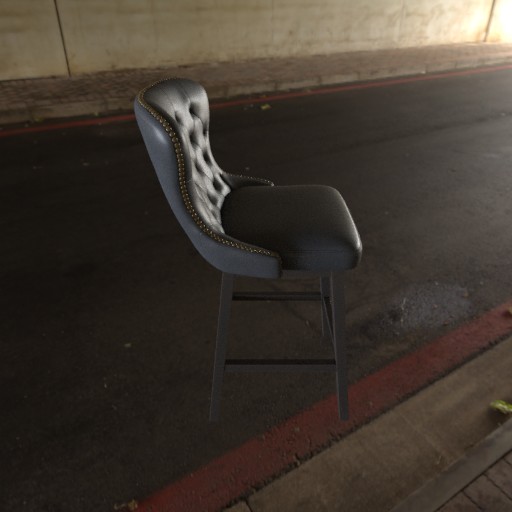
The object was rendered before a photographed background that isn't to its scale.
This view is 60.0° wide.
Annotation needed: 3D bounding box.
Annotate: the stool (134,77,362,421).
[{"bbox_3d":[0.000,0.000,1.351,0.593,0.971,0.528,0,31,0],"label":"stool"}]
